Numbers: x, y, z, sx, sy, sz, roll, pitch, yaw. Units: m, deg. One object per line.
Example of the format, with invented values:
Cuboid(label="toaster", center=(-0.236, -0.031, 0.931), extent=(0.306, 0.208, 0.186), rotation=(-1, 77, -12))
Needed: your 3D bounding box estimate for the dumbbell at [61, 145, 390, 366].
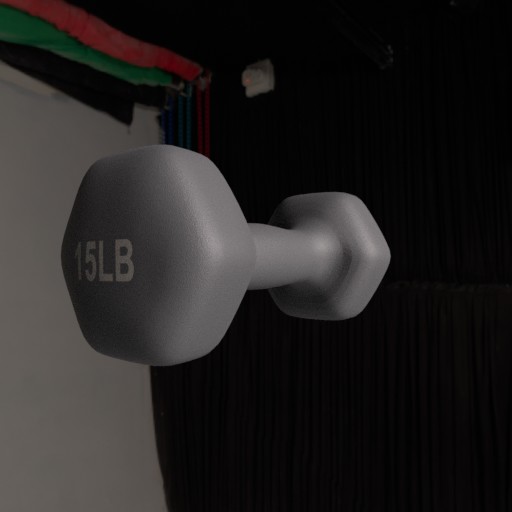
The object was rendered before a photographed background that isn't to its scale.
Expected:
Cuboid(label="dumbbell", center=(0.000, 0.000, 0.300), extent=(0.116, 0.105, 0.240), rotation=(0, 0, 37))
